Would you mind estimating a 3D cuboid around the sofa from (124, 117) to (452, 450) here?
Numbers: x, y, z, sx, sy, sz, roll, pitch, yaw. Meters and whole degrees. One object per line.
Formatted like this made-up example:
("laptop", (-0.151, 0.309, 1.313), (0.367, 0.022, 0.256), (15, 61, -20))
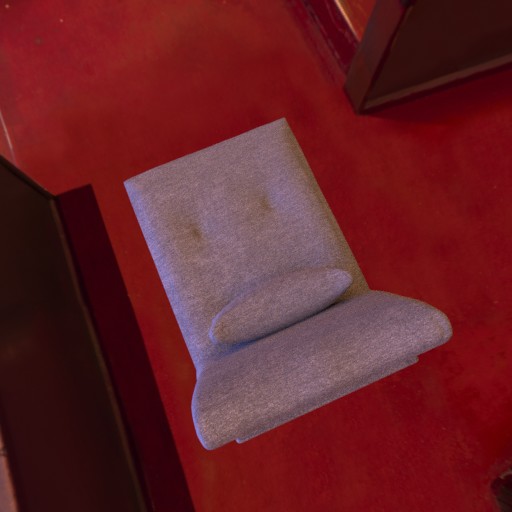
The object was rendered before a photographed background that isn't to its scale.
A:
("sofa", (0.000, 0.000, 1.535), (0.700, 0.820, 1.000), (-23, 78, -5))
